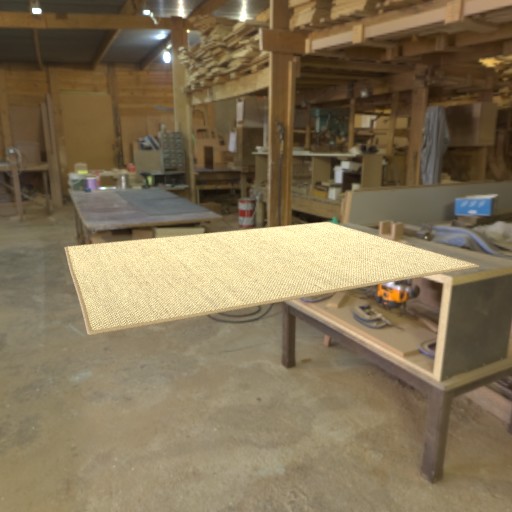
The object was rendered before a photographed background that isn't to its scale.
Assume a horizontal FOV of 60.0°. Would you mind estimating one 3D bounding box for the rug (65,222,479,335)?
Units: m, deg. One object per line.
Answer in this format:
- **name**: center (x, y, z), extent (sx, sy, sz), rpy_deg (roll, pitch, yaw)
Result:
- **rug**: center (0.000, 0.000, 2.741), extent (2.115, 0.013, 1.517), rpy_deg (-7, 16, -25)
